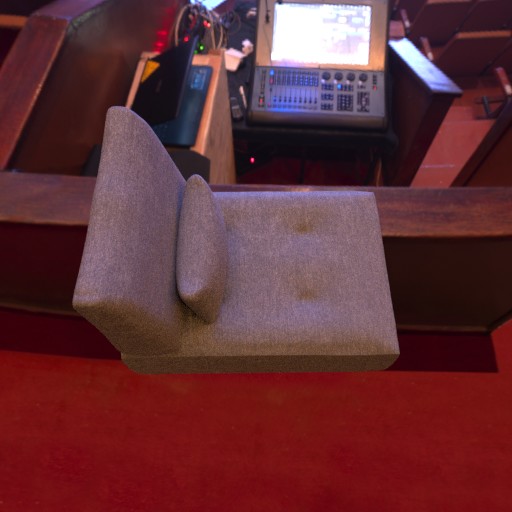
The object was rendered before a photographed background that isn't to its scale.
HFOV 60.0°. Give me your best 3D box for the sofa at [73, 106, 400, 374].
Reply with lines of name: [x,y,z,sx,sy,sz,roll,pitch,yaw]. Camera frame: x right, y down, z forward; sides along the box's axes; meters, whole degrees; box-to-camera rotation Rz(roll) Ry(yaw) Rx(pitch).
sofa: [0.000,0.000,1.604,1.000,0.820,0.700,-1,64,0]
